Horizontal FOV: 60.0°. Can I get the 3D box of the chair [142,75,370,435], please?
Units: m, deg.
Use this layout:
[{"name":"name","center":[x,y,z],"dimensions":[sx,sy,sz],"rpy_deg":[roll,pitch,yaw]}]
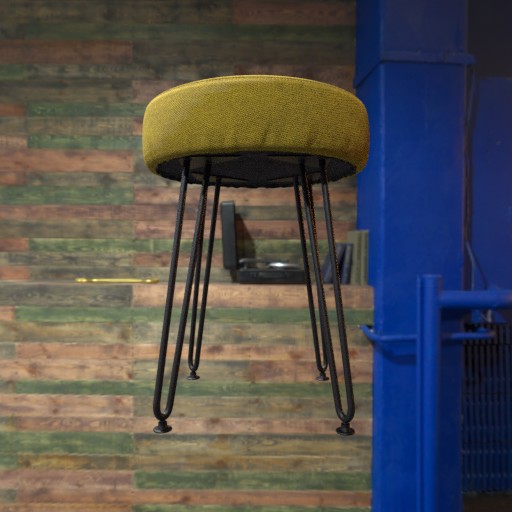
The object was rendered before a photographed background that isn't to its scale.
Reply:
[{"name":"chair","center":[0.000,0.000,0.696],"dimensions":[0.345,0.455,0.345],"rpy_deg":[0,1,2]}]
